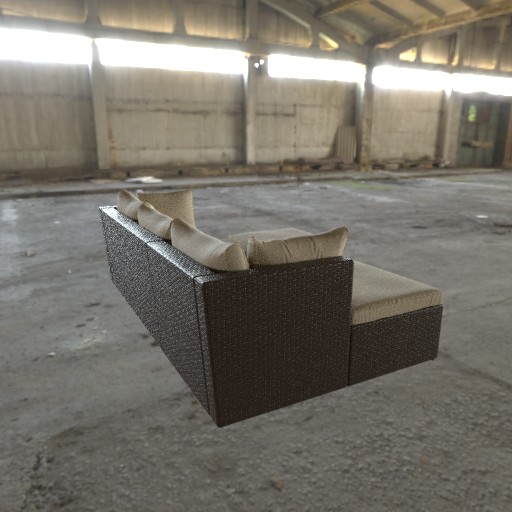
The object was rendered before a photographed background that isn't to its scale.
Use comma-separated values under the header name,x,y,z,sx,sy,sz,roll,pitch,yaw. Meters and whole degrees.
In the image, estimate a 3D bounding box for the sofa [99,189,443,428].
name,x,y,z,sx,sy,sz,roll,pitch,yaw
sofa,0.000,0.000,2.950,1.612,0.766,2.192,-8,16,-27
